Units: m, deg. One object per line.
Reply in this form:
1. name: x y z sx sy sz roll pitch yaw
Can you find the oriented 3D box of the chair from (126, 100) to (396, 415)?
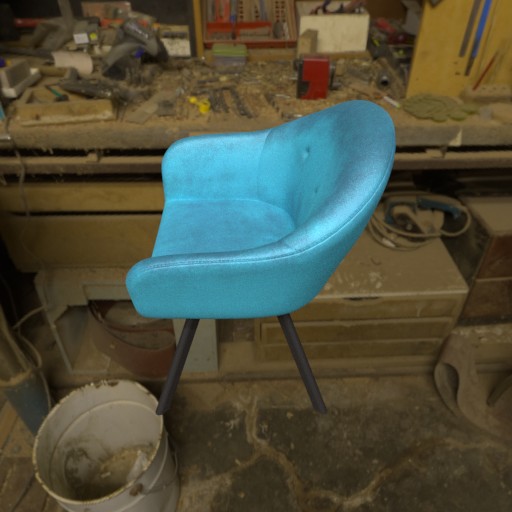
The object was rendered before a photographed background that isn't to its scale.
1. chair: 0.000 0.000 1.164 0.570 0.780 0.540 0 41 0
